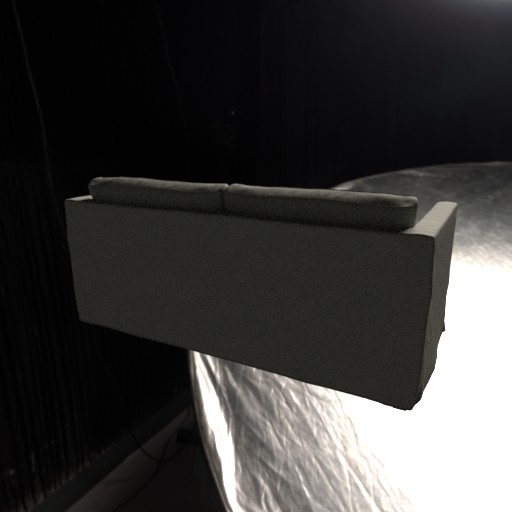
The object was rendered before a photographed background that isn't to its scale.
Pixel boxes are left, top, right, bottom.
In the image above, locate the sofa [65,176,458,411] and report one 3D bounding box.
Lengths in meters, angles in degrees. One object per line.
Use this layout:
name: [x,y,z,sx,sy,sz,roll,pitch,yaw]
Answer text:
sofa: [0.000,0.000,2.488,1.987,0.870,0.940,8,17,27]
